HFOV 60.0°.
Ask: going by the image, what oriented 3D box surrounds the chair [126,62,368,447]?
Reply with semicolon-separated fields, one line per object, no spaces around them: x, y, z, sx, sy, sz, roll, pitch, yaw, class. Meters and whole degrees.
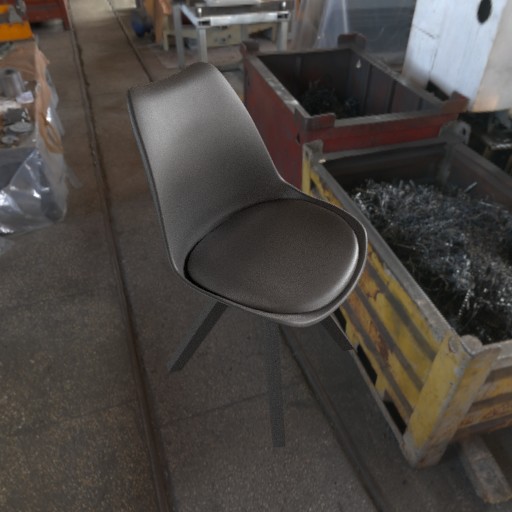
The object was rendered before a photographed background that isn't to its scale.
0.000;0.000;1.190;0.550;0.850;0.485;26;47;27;chair
